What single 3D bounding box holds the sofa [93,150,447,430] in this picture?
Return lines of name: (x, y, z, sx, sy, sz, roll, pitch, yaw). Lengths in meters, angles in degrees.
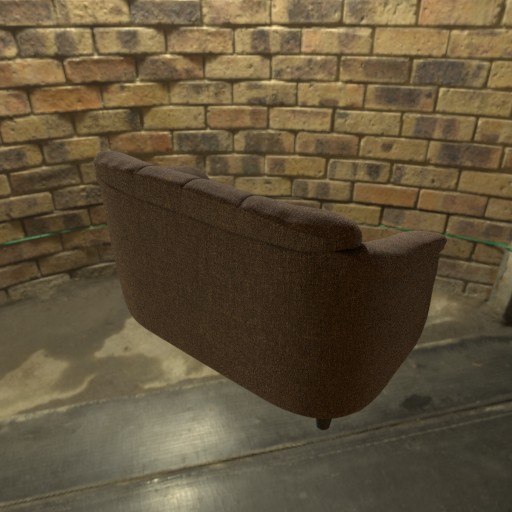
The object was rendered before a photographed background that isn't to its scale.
sofa: (0.000, 0.000, 1.937, 1.404, 0.895, 0.799, 21, 35, 33)
